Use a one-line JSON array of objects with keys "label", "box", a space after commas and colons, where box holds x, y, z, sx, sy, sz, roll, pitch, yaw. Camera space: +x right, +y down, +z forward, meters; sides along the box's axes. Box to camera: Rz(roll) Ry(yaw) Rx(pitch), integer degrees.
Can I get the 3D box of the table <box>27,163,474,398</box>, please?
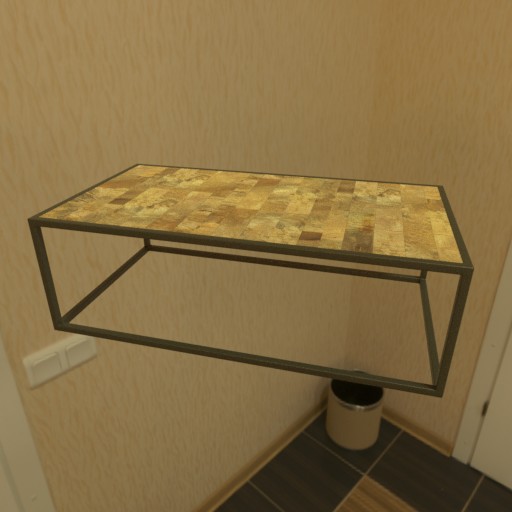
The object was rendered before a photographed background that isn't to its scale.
[{"label": "table", "box": [0.000, 0.000, 1.513, 1.199, 0.398, 0.649, 7, 27, 13]}]
